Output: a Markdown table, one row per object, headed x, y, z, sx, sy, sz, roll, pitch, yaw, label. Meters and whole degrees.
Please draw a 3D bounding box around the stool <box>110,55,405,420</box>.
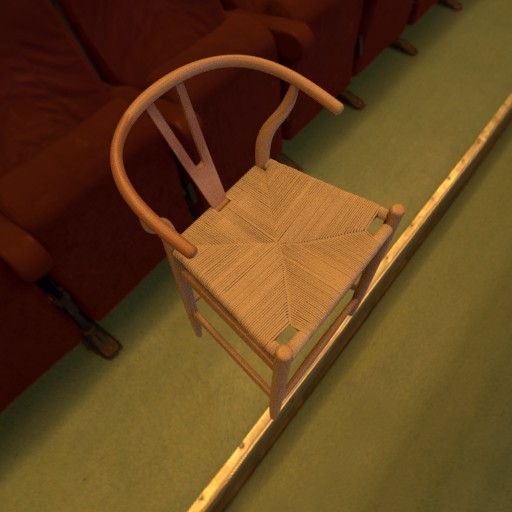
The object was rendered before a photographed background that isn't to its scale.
| x | y | z | sx | sy | sz | roll | pitch | yaw | label |
| --- | --- | --- | --- | --- | --- | --- | --- | --- | --- |
| 0.000 | 0.000 | 1.285 | 0.575 | 0.923 | 0.536 | 35 | 65 | 19 | stool |
